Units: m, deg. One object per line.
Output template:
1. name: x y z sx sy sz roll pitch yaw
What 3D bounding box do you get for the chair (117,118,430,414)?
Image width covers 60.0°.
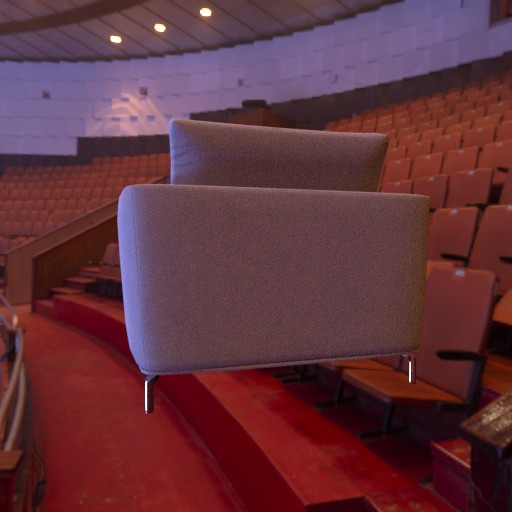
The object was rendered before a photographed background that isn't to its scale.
1. chair: 0.000 0.000 1.748 1.041 0.864 0.889 0 2 -17
